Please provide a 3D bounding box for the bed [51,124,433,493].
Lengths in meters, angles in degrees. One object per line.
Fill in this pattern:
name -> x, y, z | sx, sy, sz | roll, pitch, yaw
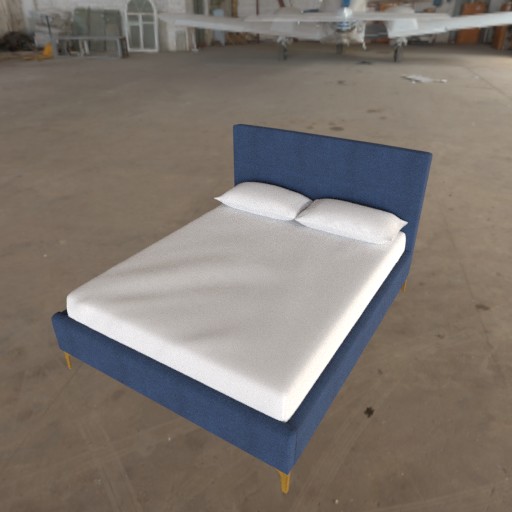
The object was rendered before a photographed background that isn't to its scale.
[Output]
bed -> 0.000, 0.000, 3.110 | 1.723, 1.231, 2.172 | 17, 34, 27
